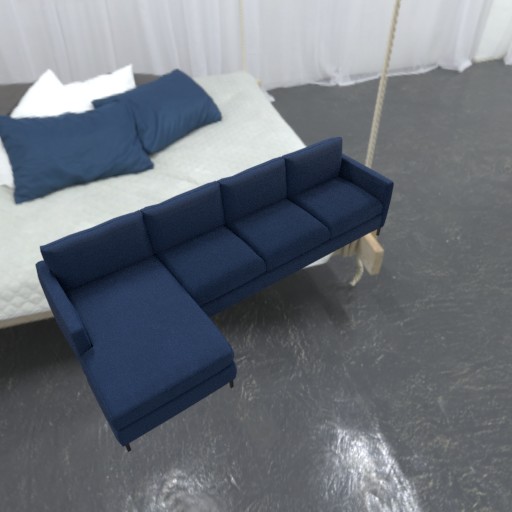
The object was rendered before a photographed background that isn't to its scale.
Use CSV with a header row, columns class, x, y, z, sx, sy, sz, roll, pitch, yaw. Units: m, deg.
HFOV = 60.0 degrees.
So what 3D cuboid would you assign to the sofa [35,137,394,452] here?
class,x,y,z,sx,sy,sz,roll,pitch,yaw
sofa,0.000,0.000,2.890,2.450,0.679,1.128,-26,47,-27
